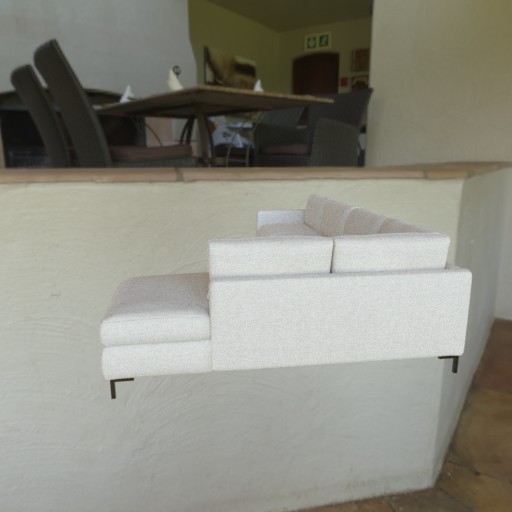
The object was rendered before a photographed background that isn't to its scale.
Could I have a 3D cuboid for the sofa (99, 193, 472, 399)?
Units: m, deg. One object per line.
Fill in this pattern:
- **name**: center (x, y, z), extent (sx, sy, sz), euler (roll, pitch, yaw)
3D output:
- **sofa**: center (0.000, 0.000, 3.726), extent (2.007, 0.815, 2.949), euler (-2, 13, -8)
